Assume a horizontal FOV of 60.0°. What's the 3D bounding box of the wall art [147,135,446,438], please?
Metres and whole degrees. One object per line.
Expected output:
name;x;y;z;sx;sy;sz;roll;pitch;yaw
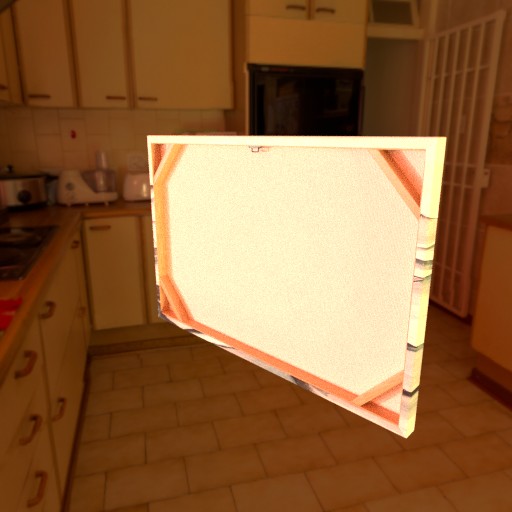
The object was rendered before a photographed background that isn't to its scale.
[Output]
wall art;0.000;0.000;1.165;0.914;0.609;0.039;15;21;42
